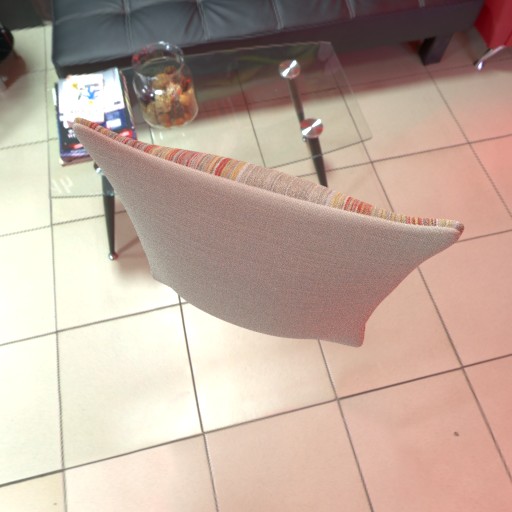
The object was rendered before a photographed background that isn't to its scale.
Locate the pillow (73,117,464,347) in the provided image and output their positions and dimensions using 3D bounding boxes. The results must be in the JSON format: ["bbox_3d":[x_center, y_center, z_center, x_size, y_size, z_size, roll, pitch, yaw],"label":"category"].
[{"bbox_3d":[0.000,0.000,0.680,0.451,0.449,0.191,17,65,8],"label":"pillow"}]
